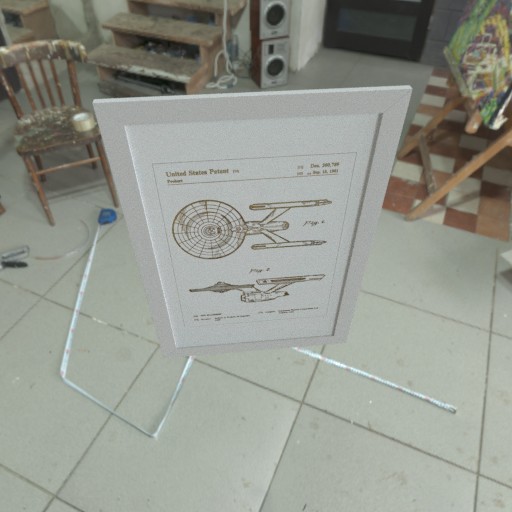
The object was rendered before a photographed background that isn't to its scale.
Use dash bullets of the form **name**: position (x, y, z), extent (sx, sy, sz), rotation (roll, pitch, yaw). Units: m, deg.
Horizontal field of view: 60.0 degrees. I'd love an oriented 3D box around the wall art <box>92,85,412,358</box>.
- **wall art**: position (0.000, 0.000, 0.864), extent (0.454, 0.659, 0.011), rotation (-4, 46, -4)
